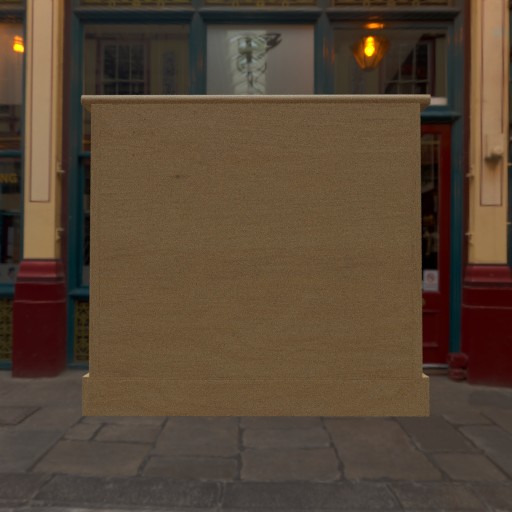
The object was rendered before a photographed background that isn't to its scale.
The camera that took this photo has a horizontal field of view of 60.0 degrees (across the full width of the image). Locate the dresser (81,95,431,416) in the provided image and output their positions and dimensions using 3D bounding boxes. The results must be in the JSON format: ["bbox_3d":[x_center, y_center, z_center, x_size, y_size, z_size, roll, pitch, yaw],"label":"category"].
[{"bbox_3d":[0.000,0.000,1.370,0.915,0.835,0.440,0,-1,0],"label":"dresser"}]
